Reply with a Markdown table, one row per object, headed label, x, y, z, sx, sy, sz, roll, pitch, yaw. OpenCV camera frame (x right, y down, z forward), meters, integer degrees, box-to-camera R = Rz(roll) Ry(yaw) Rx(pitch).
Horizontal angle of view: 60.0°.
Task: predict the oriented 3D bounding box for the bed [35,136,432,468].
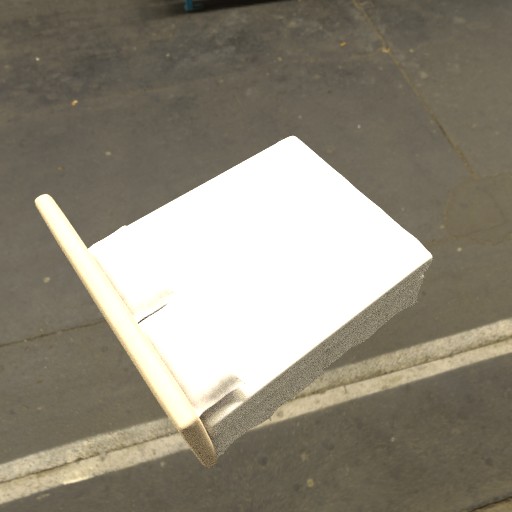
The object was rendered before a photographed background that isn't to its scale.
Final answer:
| label | x | y | z | sx | sy | sz | roll | pitch | yaw |
| --- | --- | --- | --- | --- | --- | --- | --- | --- | --- |
| bed | 0.000 | 0.000 | 3.160 | 2.142 | 1.330 | 1.723 | -33 | 63 | -19 |
